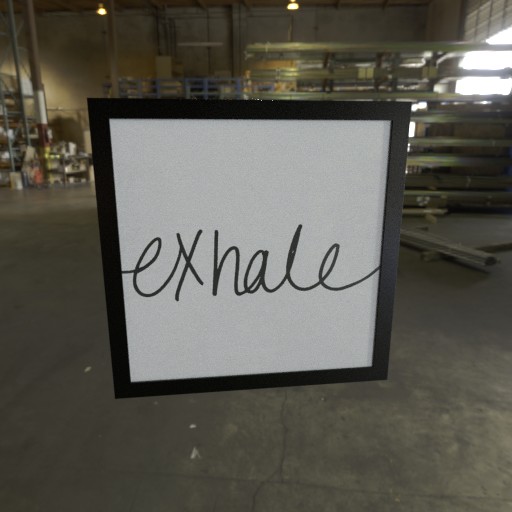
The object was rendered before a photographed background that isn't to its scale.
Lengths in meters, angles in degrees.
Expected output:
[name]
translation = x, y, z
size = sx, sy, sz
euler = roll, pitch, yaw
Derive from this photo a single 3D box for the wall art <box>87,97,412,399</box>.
[wall art]
translation = 0.000, 0.000, 0.668
size = 0.446, 0.445, 0.014
euler = -2, 15, -7
